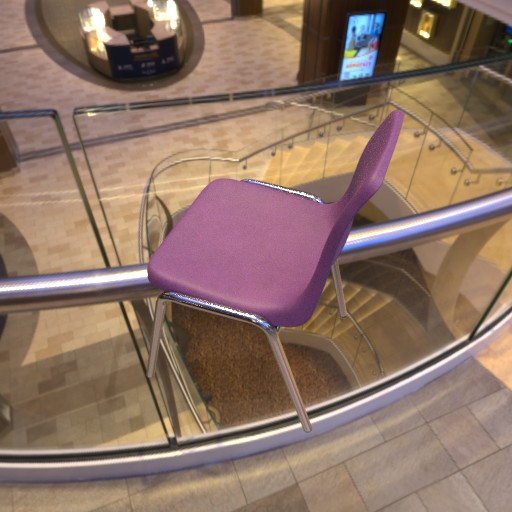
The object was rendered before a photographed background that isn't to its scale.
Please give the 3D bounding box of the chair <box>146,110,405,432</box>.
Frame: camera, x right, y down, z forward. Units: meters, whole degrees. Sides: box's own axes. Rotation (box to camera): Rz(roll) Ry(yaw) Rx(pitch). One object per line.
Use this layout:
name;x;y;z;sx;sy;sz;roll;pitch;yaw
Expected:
chair;0.000;0.000;0.915;0.432;0.654;0.381;16;48;15
